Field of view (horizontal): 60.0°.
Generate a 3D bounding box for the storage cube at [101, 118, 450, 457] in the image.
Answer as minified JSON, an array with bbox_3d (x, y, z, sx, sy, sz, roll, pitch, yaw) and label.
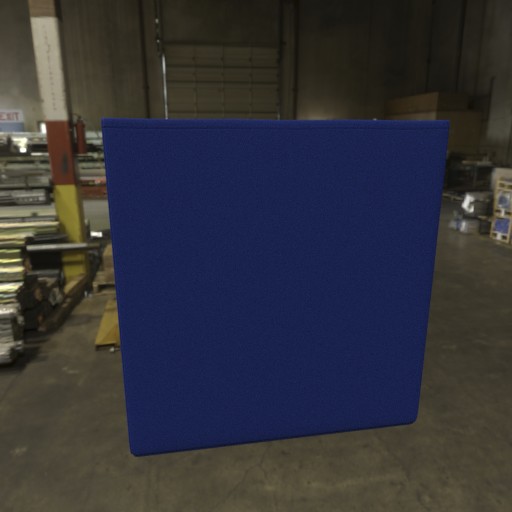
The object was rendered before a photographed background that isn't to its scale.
[{"bbox_3d":[0.000,0.000,0.489,0.270,0.280,0.270,-3,15,-10],"label":"storage cube"}]
